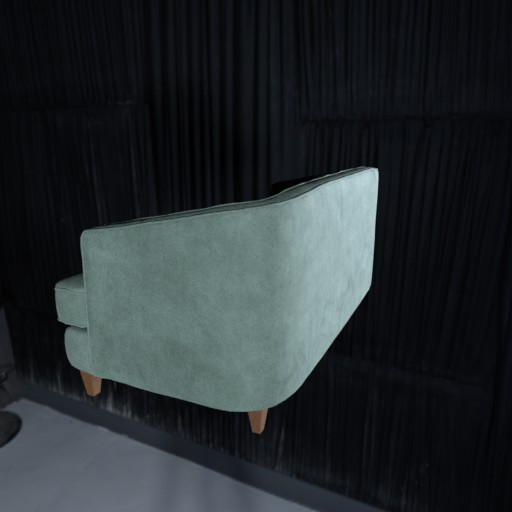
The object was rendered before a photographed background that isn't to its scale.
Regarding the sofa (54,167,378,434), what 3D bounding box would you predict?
[{"bbox_3d":[0.000,0.000,2.233,0.941,0.855,1.733,7,17,25],"label":"sofa"}]
